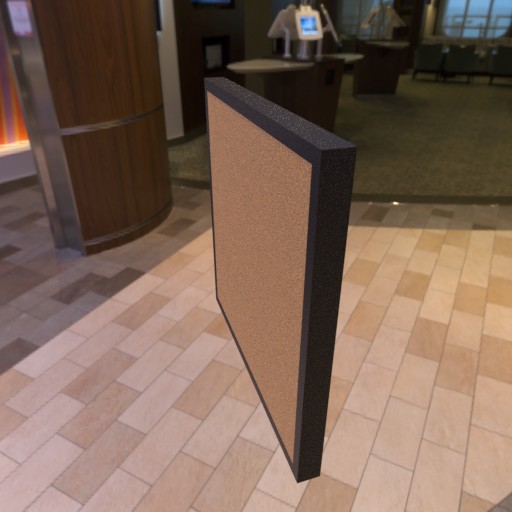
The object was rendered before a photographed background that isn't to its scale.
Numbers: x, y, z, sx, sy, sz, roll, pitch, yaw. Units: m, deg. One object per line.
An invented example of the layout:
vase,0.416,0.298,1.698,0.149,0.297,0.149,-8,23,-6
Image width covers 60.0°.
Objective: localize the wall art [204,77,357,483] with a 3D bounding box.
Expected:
wall art,0.000,0.000,0.758,0.038,0.508,0.508,-9,31,-16
